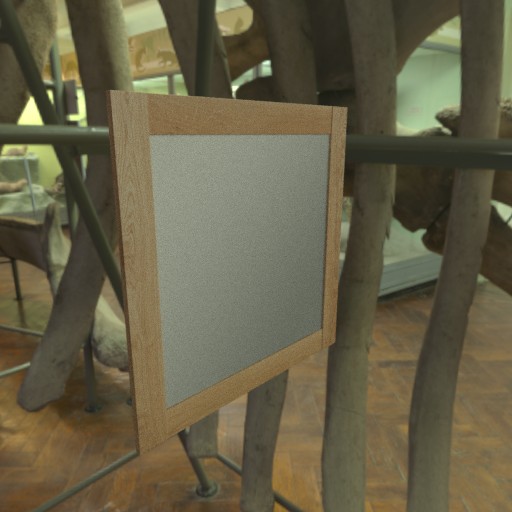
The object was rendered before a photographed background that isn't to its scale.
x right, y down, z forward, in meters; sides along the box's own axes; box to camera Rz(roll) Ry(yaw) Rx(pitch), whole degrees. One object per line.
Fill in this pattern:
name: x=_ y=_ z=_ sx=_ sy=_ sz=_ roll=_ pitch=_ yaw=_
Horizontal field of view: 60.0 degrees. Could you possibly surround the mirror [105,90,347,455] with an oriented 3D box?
mirror: x=0.000 y=0.000 z=1.210 sx=0.020 sy=0.800 sz=0.800 roll=14 pitch=21 yaw=42
